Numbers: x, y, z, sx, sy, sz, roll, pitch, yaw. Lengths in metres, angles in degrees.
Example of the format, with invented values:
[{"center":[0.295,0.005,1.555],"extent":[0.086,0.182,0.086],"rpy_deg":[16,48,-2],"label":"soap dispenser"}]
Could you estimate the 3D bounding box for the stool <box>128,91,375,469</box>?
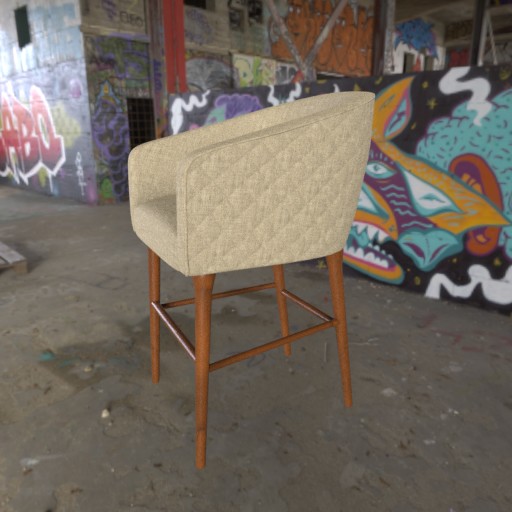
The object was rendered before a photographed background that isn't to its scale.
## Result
[{"center":[0.000,0.000,1.340],"extent":[0.635,0.952,0.559],"rpy_deg":[-8,17,-26],"label":"stool"}]
